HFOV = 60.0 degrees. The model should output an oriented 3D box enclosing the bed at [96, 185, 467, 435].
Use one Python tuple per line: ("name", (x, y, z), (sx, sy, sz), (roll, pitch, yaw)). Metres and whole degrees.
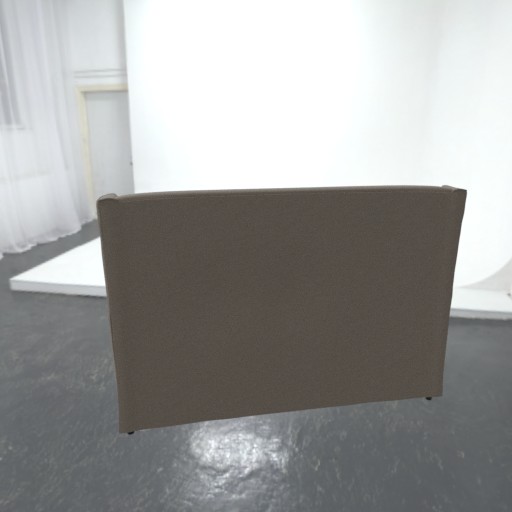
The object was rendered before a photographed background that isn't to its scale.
("bed", (0.000, 0.000, 3.439), (1.925, 1.332, 2.276), (-3, 17, -10))
